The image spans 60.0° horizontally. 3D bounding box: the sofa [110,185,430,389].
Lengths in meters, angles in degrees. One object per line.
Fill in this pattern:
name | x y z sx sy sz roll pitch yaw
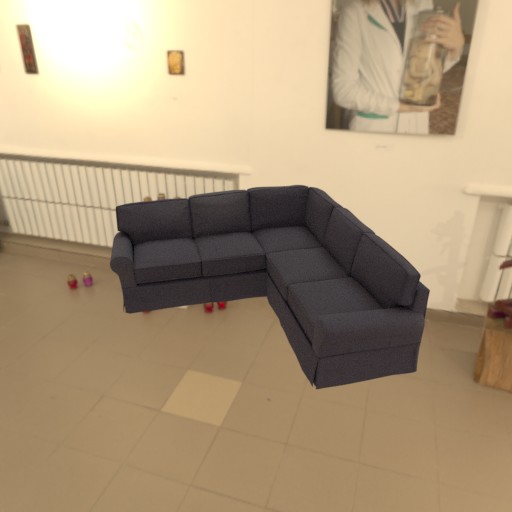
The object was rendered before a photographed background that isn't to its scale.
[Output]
sofa | 0.000 0.000 5.264 3.773 1.169 2.874 8 27 16
